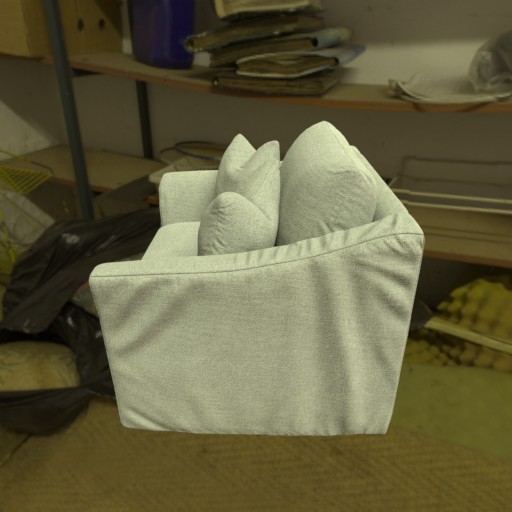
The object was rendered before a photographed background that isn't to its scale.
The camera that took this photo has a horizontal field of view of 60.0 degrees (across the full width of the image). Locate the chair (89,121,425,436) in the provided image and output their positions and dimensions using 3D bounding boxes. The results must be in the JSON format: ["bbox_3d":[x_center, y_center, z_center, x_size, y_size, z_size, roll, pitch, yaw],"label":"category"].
[{"bbox_3d":[0.000,0.000,2.014,1.071,1.059,1.194,0,26,1],"label":"chair"}]
